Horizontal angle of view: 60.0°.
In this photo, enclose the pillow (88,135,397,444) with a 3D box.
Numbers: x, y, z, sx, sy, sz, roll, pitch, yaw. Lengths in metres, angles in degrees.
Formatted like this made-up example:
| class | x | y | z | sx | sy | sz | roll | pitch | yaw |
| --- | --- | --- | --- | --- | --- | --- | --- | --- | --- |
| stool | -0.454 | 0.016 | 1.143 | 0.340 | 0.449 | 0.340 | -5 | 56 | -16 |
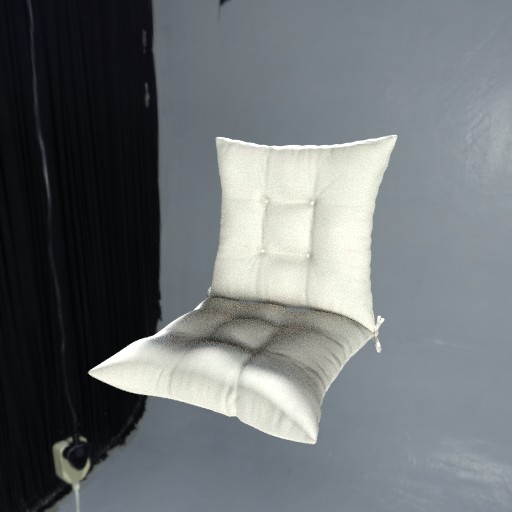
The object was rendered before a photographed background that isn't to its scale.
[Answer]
| class | x | y | z | sx | sy | sz | roll | pitch | yaw |
| --- | --- | --- | --- | --- | --- | --- | --- | --- | --- |
| pillow | 0.000 | 0.000 | 1.015 | 0.541 | 0.536 | 0.585 | 7 | 16 | 26 |
